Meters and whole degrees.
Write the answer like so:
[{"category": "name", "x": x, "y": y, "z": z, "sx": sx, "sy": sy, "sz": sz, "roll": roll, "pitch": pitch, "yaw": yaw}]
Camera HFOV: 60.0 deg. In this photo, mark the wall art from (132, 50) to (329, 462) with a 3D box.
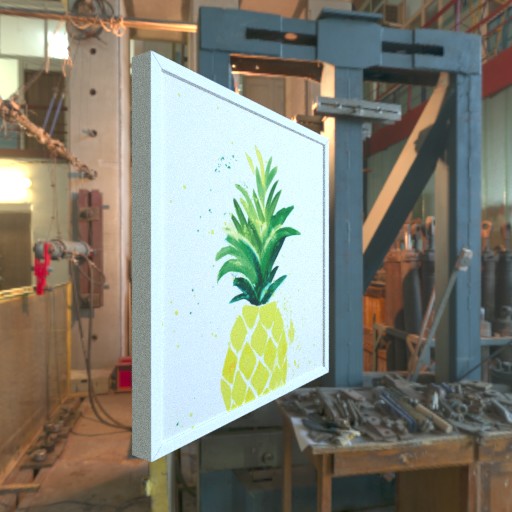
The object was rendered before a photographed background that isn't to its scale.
[{"category": "wall art", "x": 0.000, "y": 0.000, "z": 0.765, "sx": 0.035, "sy": 0.507, "sz": 0.508, "roll": 0, "pitch": 0, "yaw": 34}]
